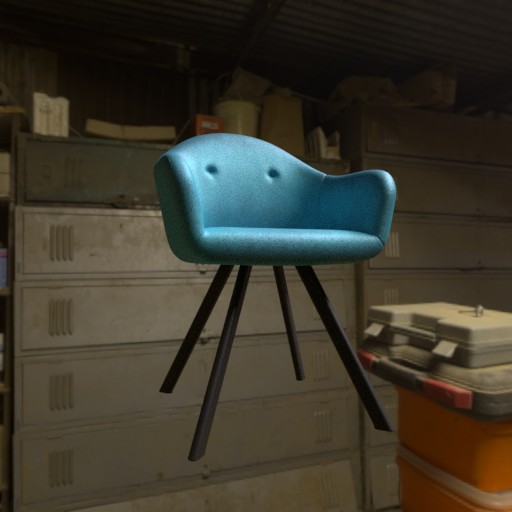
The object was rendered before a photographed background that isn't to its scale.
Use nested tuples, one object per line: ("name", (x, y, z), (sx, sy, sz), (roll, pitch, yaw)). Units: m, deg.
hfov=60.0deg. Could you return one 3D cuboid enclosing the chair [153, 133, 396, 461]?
("chair", (0.000, 0.000, 1.179), (0.540, 0.780, 0.570), (0, -1, -19))
